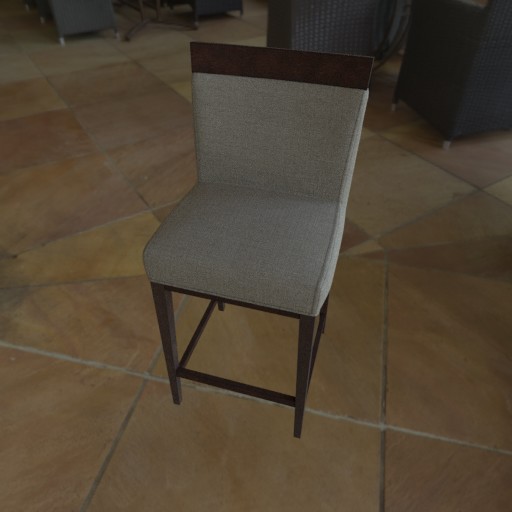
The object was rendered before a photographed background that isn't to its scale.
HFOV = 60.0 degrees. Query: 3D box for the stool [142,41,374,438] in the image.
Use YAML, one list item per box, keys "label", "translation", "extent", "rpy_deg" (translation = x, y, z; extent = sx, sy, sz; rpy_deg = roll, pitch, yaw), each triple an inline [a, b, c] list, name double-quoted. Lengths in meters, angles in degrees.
- label: "stool"
  translation: [0.000, 0.000, 1.400]
  extent: [0.511, 1.117, 0.531]
  rpy_deg: [11, 42, 12]
